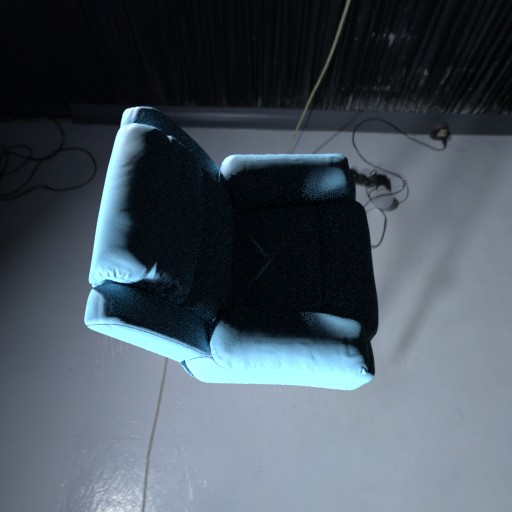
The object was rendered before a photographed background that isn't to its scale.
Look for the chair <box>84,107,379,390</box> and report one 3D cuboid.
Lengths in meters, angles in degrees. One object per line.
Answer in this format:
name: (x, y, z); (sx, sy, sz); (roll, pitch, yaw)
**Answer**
chair: (0.000, 0.000, 1.265); (0.709, 0.702, 0.680); (1, 64, 0)
